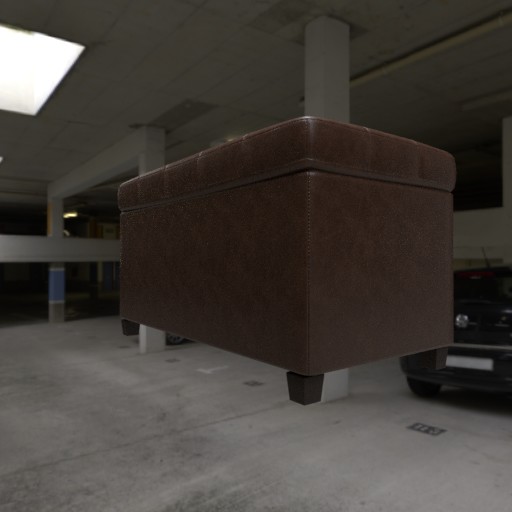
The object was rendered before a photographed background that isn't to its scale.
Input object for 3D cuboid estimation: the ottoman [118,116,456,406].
[{"bbox_3d":[0.000,0.000,1.126,0.432,0.470,0.838,0,0,-37],"label":"ottoman"}]
